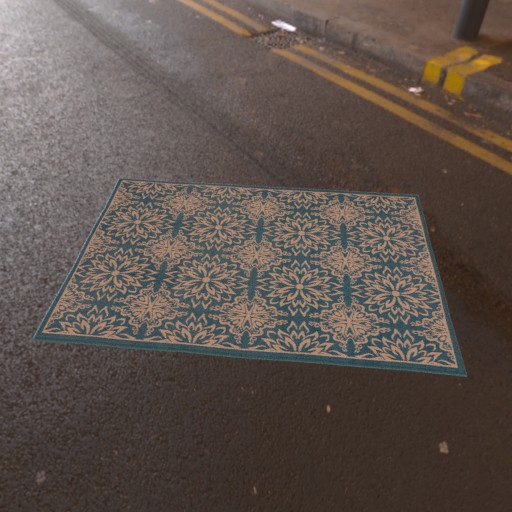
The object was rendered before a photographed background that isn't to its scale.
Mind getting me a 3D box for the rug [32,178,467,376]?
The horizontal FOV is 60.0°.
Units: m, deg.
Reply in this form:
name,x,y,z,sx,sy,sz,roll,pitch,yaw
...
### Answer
name,x,y,z,sx,sy,sz,roll,pitch,yaw
rug,0.000,0.000,2.281,1.833,0.012,1.211,4,45,4
